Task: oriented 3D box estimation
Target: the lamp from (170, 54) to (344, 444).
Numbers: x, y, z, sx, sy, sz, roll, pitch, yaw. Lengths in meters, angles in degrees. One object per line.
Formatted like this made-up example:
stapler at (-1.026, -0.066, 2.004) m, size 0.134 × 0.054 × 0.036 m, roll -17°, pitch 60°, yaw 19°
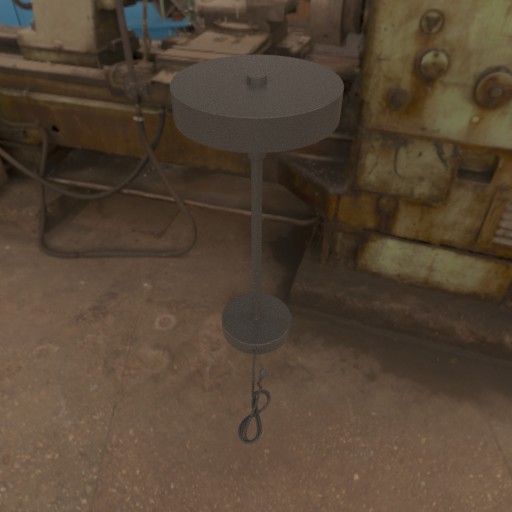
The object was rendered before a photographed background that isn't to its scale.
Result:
lamp at (0.000, 0.000, 0.695) m, size 0.229 × 0.508 × 0.369 m, roll 1°, pitch 41°, yaw 1°
